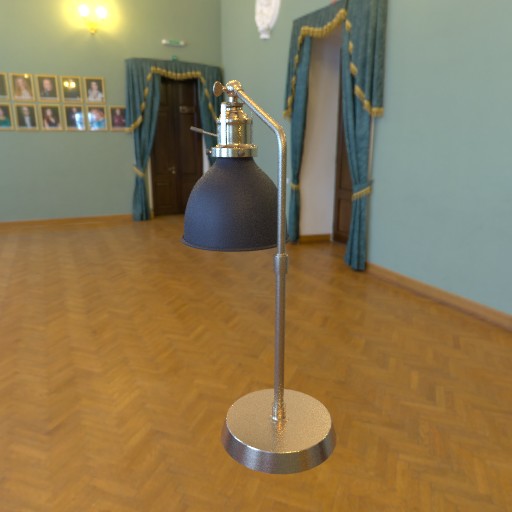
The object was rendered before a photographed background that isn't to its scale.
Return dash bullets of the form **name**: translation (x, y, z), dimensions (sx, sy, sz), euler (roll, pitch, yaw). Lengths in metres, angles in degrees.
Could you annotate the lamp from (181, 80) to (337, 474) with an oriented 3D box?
- **lamp**: translation (0.000, 0.000, 0.595), dimensions (0.160, 0.456, 0.291), euler (-7, 16, -26)
